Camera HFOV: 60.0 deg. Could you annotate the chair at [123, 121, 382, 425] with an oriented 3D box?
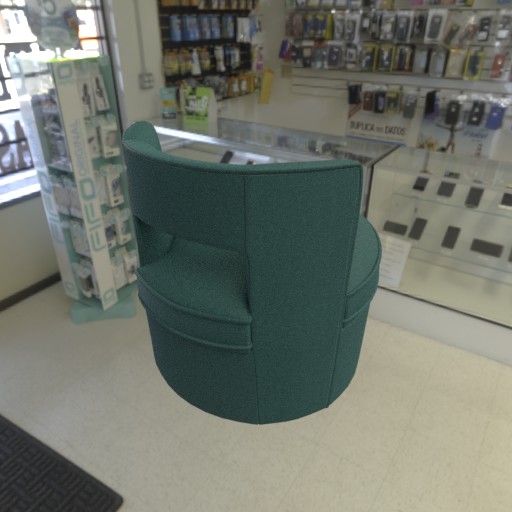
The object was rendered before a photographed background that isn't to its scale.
[{"bbox_3d":[0.000,0.000,1.251,0.684,0.711,0.660,19,34,31],"label":"chair"}]
